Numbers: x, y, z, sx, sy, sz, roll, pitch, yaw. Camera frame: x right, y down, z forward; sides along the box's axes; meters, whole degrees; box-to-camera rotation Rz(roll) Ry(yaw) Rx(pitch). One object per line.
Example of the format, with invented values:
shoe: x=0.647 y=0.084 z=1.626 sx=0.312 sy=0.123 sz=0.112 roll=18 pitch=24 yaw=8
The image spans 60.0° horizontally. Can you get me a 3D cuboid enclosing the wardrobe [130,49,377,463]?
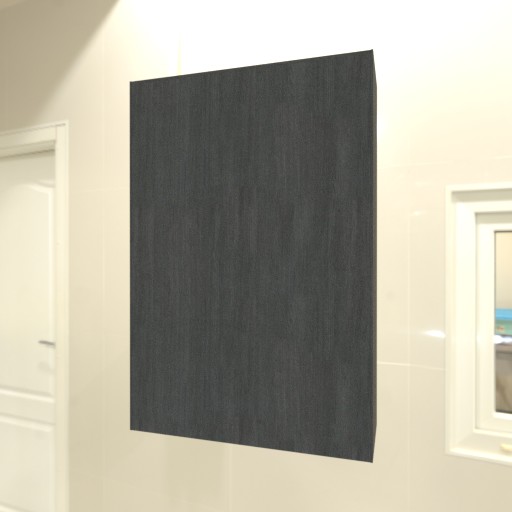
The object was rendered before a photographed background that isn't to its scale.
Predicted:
wardrobe: x=0.000 y=0.000 z=2.480 sx=1.290 sy=1.910 sz=0.510 roll=0 pitch=0 yaw=17
